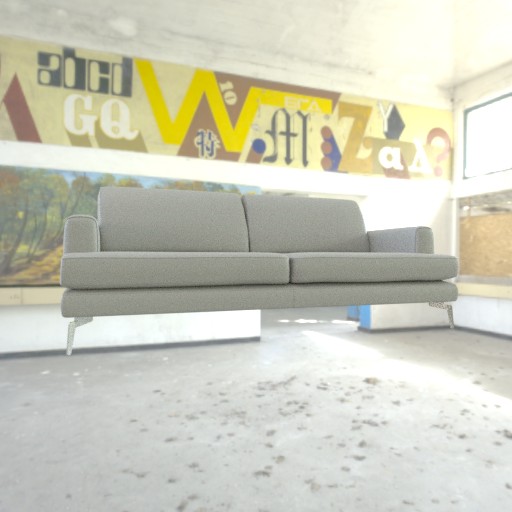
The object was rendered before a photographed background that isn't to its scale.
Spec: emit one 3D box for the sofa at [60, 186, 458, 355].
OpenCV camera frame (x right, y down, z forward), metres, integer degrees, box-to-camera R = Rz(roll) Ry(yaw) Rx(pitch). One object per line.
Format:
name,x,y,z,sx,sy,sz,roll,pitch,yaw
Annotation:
sofa,0.000,0.000,2.442,1.940,0.765,0.974,0,-1,-21
